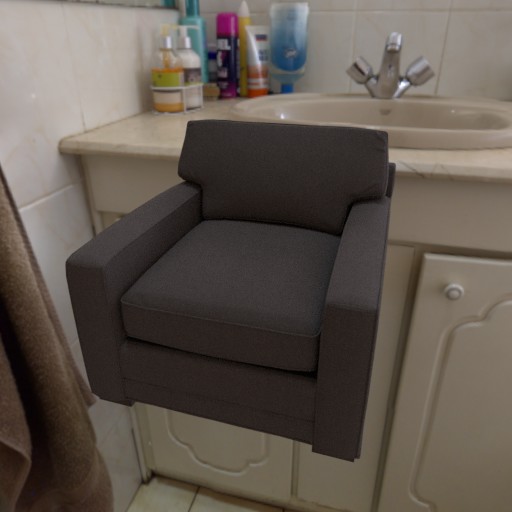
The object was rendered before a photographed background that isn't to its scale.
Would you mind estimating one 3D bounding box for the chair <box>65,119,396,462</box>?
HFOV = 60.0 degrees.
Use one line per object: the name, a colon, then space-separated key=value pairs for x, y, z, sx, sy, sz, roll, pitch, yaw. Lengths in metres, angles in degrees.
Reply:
chair: x=0.000 y=0.000 z=1.781 sx=0.997 sy=0.913 sz=1.043 roll=8 pitch=28 yaw=15
